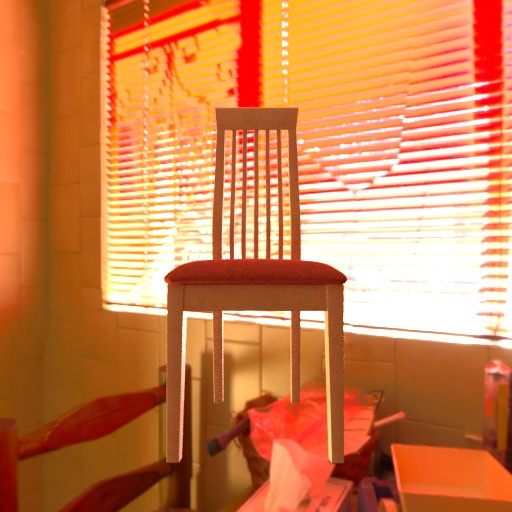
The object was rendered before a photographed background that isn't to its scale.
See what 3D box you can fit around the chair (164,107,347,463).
[{"bbox_3d":[0.000,0.000,1.327,0.460,1.027,0.474,0,0,0],"label":"chair"}]
